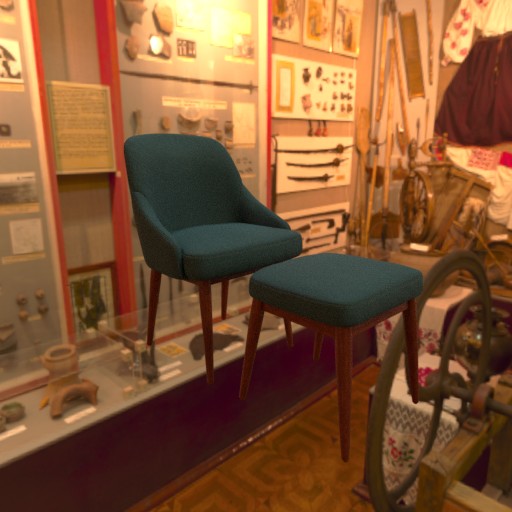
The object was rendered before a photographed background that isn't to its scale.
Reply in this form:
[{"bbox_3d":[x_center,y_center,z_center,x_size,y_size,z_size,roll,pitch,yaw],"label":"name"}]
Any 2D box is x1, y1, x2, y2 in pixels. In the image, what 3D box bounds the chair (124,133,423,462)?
[{"bbox_3d":[0.000,0.000,1.594,0.584,0.866,1.114,-13,19,-42],"label":"chair"}]
